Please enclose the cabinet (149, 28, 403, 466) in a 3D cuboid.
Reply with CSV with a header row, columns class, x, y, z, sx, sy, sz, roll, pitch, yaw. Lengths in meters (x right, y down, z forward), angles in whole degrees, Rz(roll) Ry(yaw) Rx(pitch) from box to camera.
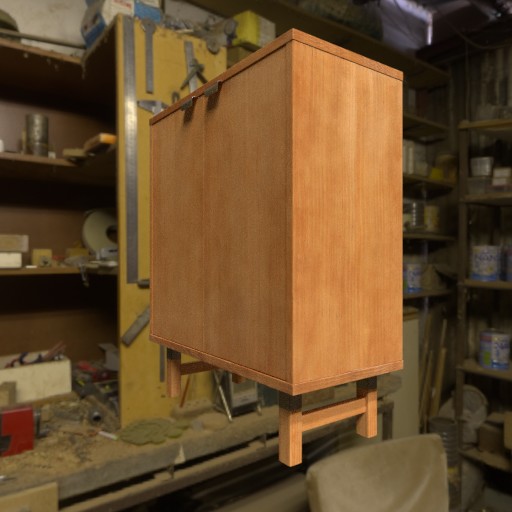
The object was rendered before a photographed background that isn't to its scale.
class,x,y,z,sx,sy,sz,roll,pitch,yaw
cabinet,0.000,0.000,1.409,0.419,1.001,0.800,0,0,-36
